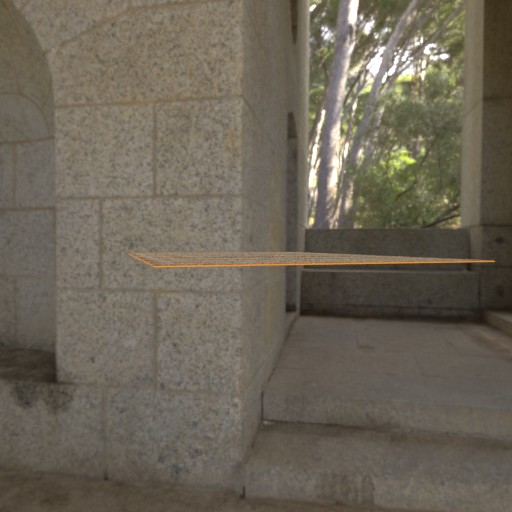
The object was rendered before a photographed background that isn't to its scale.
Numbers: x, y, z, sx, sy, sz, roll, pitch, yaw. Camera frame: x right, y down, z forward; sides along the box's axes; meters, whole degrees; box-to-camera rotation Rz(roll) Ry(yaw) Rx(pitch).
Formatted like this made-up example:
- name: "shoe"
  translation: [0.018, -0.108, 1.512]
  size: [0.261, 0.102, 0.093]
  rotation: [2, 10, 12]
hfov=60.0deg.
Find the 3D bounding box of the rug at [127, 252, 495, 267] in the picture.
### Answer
- name: "rug"
  translation: [0.000, 0.000, 2.894]
  size: [1.525, 0.007, 2.336]
  rotation: [-1, 2, -18]
